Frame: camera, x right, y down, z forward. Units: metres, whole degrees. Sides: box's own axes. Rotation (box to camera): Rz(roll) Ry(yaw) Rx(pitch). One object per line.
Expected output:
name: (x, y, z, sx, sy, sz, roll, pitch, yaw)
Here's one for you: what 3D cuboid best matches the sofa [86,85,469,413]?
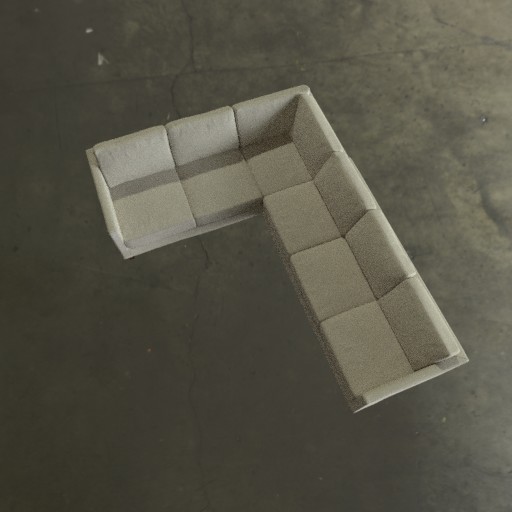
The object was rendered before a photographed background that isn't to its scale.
sofa: (0.000, 0.000, 4.182, 2.432, 0.863, 3.182, -19, 67, -9)
